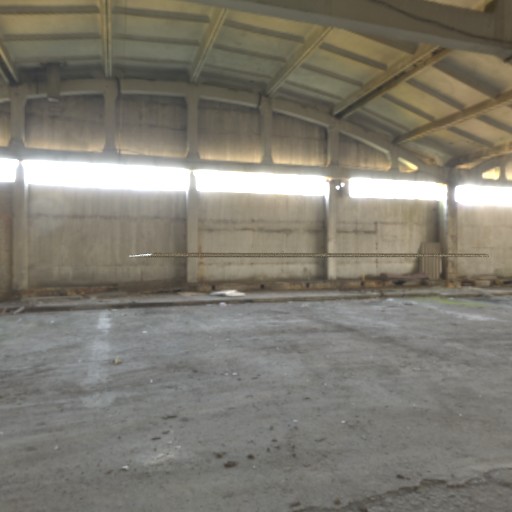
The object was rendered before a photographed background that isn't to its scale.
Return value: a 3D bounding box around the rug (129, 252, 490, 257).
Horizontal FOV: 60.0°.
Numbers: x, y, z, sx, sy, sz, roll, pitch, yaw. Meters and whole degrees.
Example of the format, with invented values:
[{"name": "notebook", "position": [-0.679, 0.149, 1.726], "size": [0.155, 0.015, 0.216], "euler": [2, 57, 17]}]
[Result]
[{"name": "rug", "position": [0.000, 0.000, 3.457], "size": [1.819, 0.018, 2.746], "euler": [0, 0, -18]}]
